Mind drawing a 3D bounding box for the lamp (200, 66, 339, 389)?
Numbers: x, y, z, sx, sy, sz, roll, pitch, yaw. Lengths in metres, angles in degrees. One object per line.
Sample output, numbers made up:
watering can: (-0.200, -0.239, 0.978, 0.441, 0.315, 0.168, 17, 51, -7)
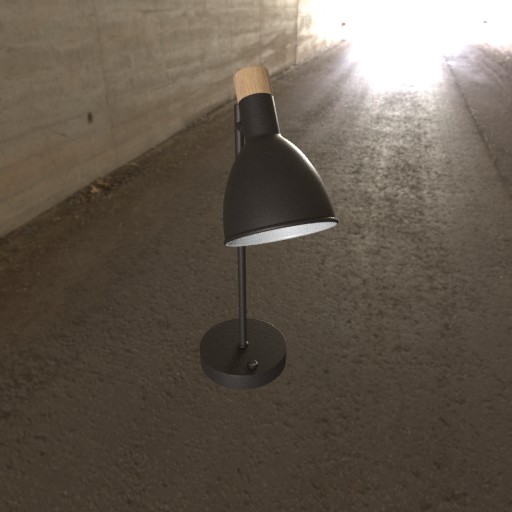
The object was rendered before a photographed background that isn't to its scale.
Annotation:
lamp: (0.000, 0.000, 0.608, 0.152, 0.483, 0.287, -9, 31, -16)
